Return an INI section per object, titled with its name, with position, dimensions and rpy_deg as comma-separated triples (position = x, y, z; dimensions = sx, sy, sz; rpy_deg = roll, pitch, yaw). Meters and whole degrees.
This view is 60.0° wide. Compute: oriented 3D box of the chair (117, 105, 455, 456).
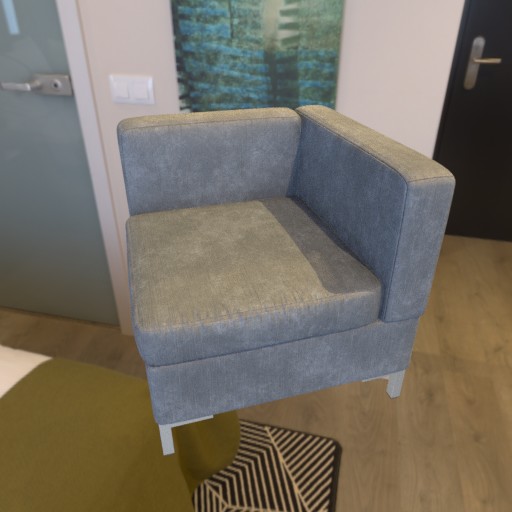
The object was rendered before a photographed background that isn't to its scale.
[chair]
position = 0.000, 0.000, 1.220
dimensions = 0.680, 0.660, 0.680
rpy_deg = -9, 32, -14
